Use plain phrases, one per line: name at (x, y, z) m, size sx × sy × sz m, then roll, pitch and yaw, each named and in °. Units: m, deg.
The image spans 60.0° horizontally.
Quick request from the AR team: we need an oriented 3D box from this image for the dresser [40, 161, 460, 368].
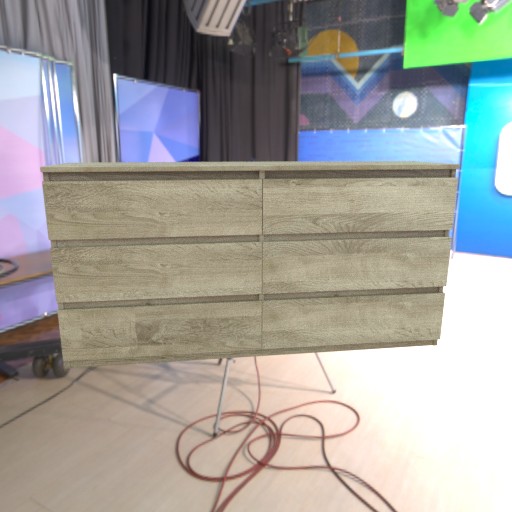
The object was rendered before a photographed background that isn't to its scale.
dresser at (0.000, 0.000, 1.941) m, size 1.590 × 0.795 × 0.390 m, roll -2°, pitch 14°, yaw -8°
